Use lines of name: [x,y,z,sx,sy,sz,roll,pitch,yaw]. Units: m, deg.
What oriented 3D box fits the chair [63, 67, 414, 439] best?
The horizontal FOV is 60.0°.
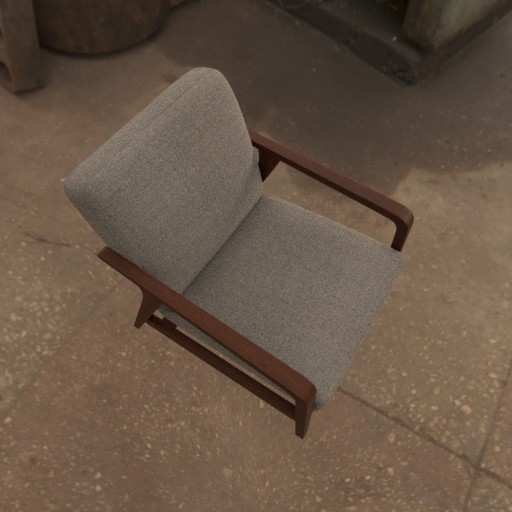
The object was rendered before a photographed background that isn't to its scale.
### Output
chair: [0.000,0.000,1.473,0.858,0.847,0.704,29,63,16]
